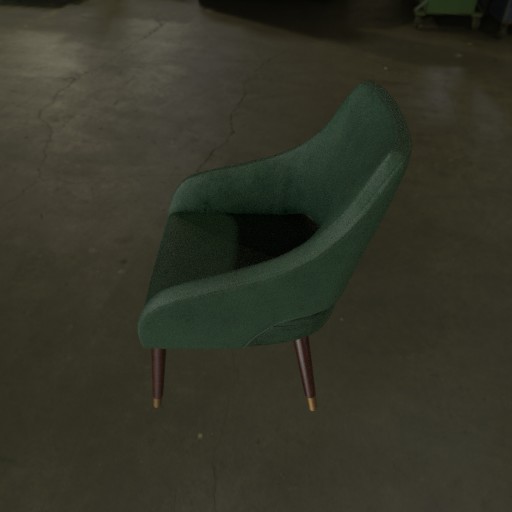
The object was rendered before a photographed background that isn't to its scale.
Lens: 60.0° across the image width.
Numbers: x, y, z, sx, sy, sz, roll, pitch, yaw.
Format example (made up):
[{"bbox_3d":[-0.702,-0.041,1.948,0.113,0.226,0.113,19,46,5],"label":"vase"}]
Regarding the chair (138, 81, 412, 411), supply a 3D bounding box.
[{"bbox_3d":[0.000,0.000,1.555,0.794,1.081,0.683,0,42,0],"label":"chair"}]
